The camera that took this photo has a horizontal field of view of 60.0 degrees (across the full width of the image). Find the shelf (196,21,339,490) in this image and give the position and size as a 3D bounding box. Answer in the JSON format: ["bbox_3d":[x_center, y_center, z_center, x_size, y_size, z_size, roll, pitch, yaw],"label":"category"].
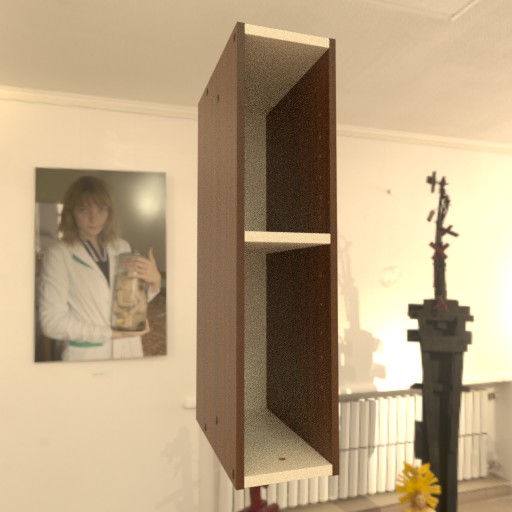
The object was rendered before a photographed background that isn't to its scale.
[{"bbox_3d":[0.000,0.000,0.726,0.147,0.600,0.290,1,-3,-18],"label":"shelf"}]
